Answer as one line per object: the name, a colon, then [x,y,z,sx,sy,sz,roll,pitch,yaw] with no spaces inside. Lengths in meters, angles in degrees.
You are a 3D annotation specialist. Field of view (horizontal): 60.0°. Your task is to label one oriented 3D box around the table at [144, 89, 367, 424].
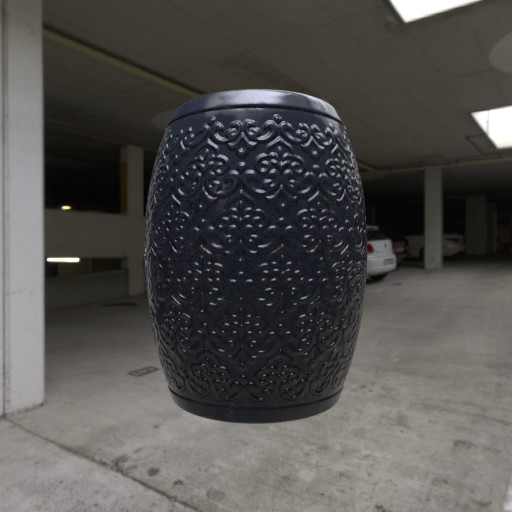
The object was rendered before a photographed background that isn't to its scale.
table: [0.000,0.000,0.634,0.309,0.397,0.309,0,0,0]
